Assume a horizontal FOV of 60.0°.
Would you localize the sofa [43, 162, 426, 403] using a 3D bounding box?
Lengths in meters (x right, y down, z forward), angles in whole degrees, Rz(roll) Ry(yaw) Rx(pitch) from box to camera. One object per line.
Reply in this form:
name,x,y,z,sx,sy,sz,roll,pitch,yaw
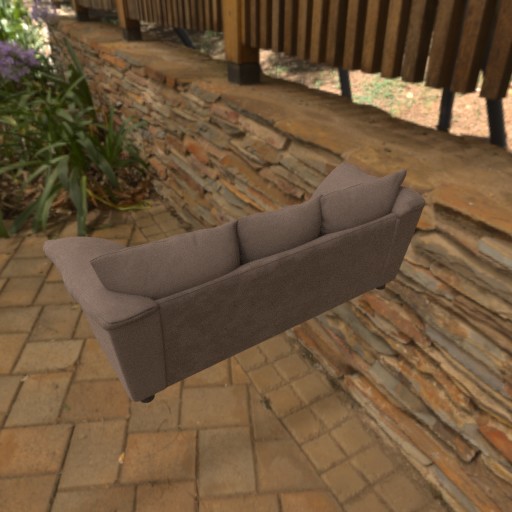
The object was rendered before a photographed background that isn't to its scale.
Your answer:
sofa,0.000,0.000,2.928,2.377,0.981,0.893,-20,36,-29
